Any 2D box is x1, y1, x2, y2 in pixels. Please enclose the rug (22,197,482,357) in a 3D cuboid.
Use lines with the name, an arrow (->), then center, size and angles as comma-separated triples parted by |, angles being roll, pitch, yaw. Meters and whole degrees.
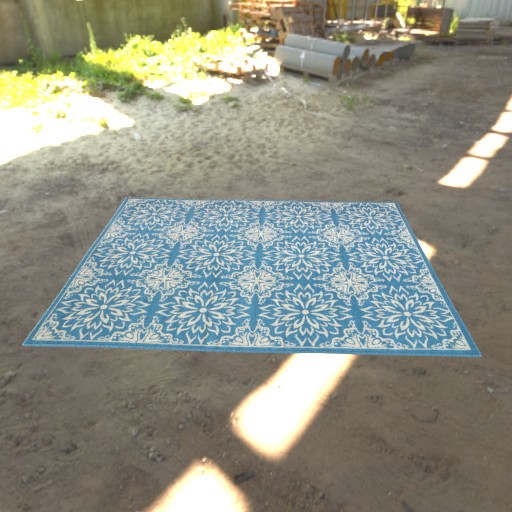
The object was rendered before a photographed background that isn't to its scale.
rug -> 0.000, 0.000, 3.835 | 2.964, 0.018, 2.350 | 1, 32, 2
